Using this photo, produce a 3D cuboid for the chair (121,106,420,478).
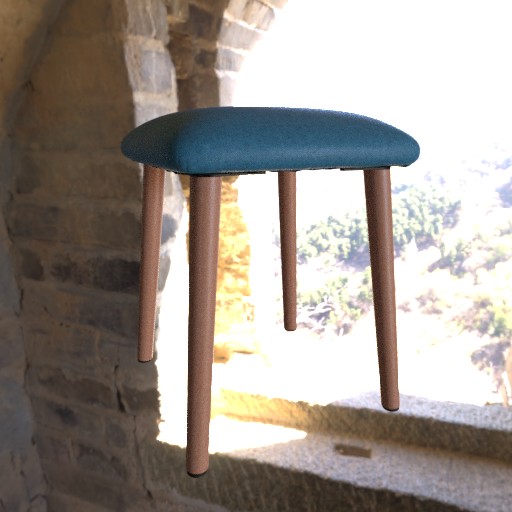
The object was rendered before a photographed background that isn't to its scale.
[{"bbox_3d":[0.000,0.000,0.708,0.360,0.450,0.360,-7,17,-24],"label":"chair"}]
